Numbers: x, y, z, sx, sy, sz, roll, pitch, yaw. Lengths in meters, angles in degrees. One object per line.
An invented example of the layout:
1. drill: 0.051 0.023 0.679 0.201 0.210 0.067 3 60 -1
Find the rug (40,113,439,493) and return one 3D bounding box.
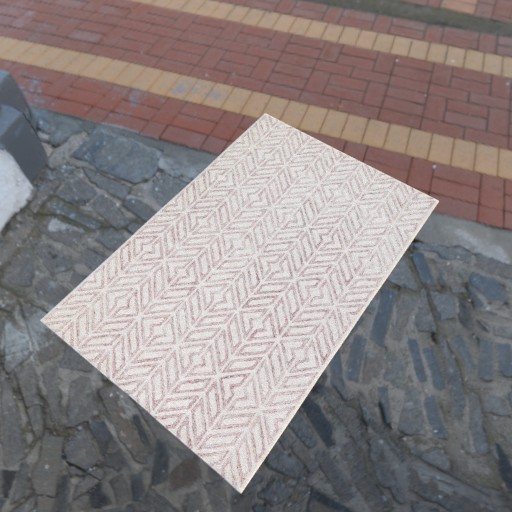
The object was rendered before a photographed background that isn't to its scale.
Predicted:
1. rug: 0.000 0.000 2.314 1.220 0.007 1.828 32 64 18
